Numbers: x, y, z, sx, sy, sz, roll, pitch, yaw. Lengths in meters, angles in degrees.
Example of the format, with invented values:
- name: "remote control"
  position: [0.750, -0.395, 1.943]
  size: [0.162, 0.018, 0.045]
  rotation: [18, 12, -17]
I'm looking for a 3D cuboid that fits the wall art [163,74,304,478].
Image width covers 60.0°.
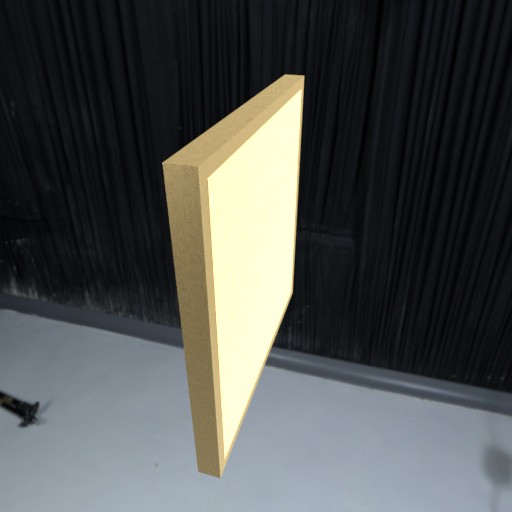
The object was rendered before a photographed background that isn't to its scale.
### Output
- name: "wall art"
  position: [0.000, 0.000, 1.944]
  size: [0.095, 1.284, 1.284]
  rotation: [9, 33, 14]
